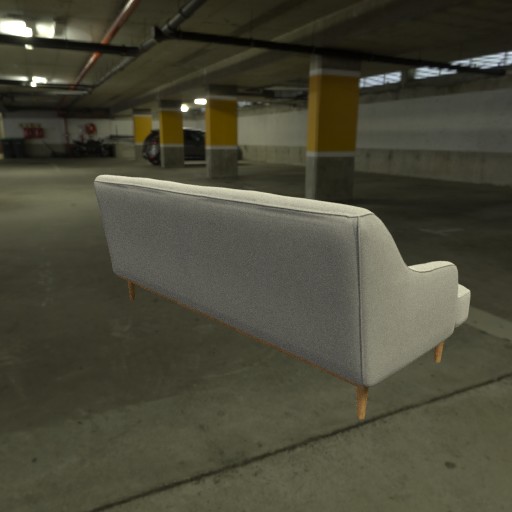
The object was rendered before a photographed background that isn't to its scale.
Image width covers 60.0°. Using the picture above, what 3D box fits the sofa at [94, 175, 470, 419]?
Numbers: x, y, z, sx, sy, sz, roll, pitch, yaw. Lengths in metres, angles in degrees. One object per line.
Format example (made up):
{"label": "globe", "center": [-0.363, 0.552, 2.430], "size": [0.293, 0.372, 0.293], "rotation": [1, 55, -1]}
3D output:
{"label": "sofa", "center": [0.000, 0.000, 2.522], "size": [0.978, 0.871, 2.057], "rotation": [-14, 20, -42]}
